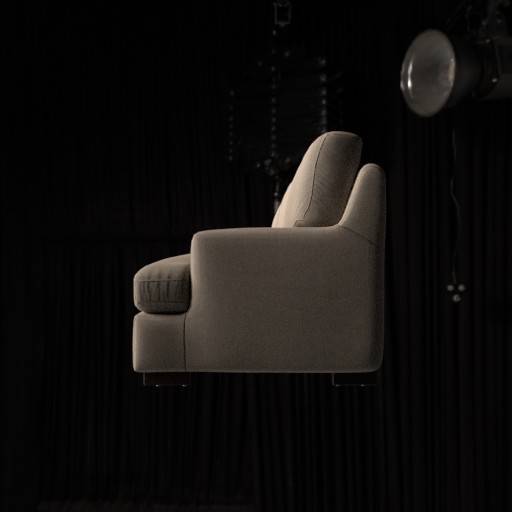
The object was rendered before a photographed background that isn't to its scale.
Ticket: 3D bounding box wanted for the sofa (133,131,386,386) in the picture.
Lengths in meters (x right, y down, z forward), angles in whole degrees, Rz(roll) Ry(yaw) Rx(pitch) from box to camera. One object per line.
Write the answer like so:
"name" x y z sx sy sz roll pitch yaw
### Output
"sofa" 0.000 0.000 2.796 0.962 0.980 2.354 0 0 0
